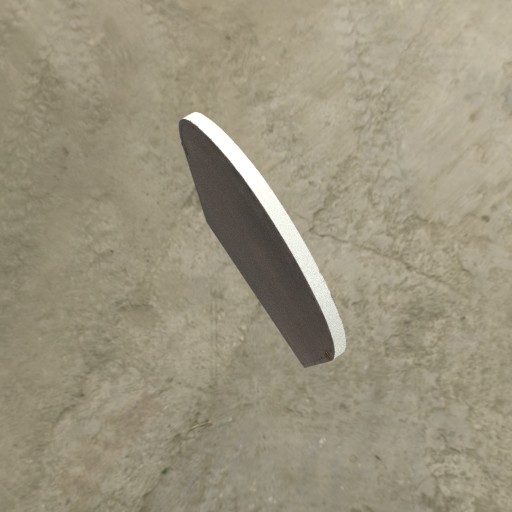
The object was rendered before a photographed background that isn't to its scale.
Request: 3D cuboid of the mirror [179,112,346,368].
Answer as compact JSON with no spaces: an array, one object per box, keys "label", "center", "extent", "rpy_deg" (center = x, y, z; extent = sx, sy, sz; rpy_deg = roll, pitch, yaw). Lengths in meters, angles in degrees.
[{"label":"mirror","center":[0.000,0.000,1.203],"extent":[0.032,0.920,0.660],"rpy_deg":[-32,77,-9]}]
